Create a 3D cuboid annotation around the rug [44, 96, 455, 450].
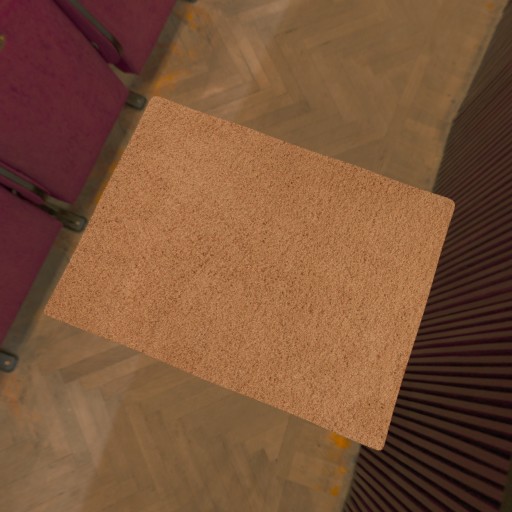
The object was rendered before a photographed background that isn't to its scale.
[{"bbox_3d":[0.000,0.000,2.071,1.600,0.025,1.199,21,77,5],"label":"rug"}]
